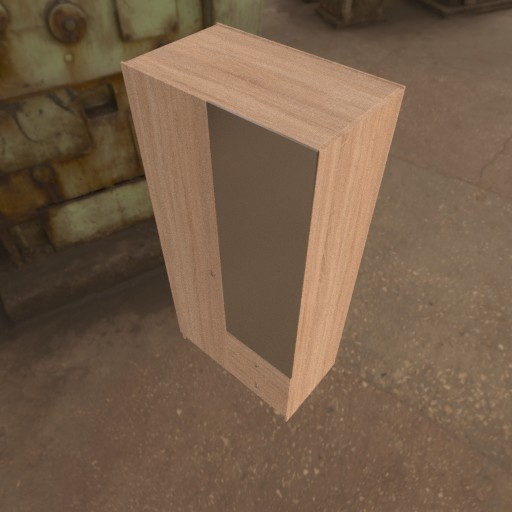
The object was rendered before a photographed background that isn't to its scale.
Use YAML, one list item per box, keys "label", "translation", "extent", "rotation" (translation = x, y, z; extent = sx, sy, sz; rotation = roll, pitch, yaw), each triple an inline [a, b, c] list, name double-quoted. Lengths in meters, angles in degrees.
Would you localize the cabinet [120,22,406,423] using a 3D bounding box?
- label: "cabinet"
  translation: [0.000, 0.000, 2.536]
  extent: [1.001, 2.121, 0.590]
  rotation: [32, 55, 26]
